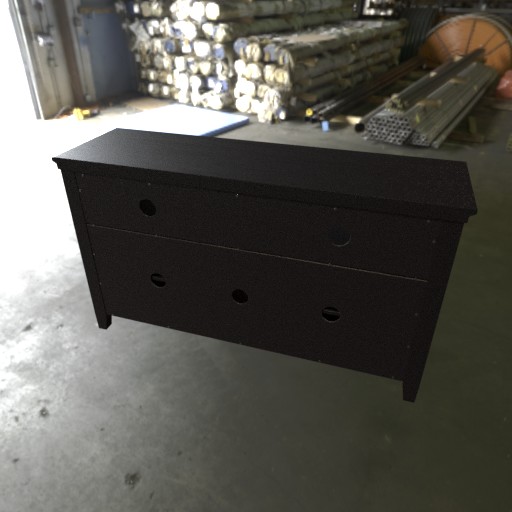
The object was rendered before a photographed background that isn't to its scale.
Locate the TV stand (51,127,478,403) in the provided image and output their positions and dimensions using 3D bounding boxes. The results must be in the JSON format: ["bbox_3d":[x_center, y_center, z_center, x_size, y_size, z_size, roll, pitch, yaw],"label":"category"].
[{"bbox_3d":[0.000,0.000,1.506,1.198,0.681,0.347,10,33,15],"label":"TV stand"}]
